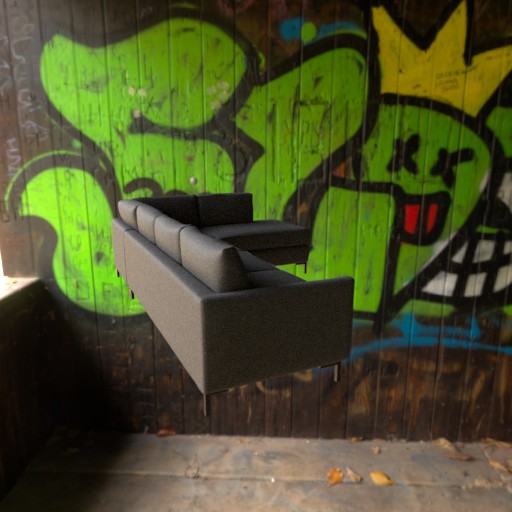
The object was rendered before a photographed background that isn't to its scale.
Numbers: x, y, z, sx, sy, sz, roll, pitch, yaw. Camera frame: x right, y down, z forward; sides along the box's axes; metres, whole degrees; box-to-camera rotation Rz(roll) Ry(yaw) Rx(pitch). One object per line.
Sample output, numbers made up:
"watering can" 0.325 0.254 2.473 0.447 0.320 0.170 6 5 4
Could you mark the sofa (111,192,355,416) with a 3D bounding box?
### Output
"sofa" 0.000 0.000 3.806 1.984 0.858 2.972 -6 15 -25
